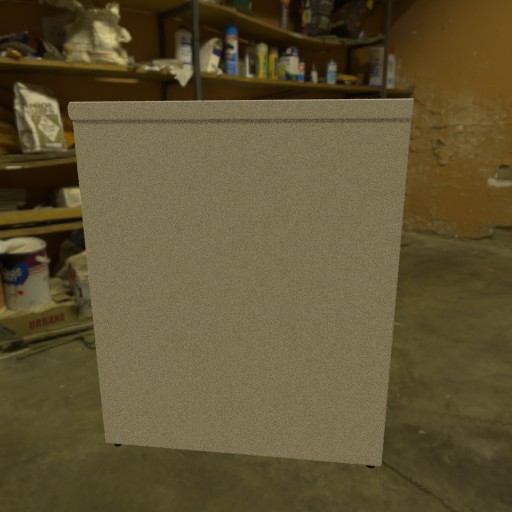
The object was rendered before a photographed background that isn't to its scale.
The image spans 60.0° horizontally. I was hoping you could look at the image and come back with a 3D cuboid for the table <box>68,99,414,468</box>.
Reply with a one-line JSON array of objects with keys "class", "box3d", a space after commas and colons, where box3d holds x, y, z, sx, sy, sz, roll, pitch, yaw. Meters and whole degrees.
[{"class": "table", "box3d": [0.000, 0.000, 0.740, 0.380, 0.460, 0.420, 2, 15, 7]}]
